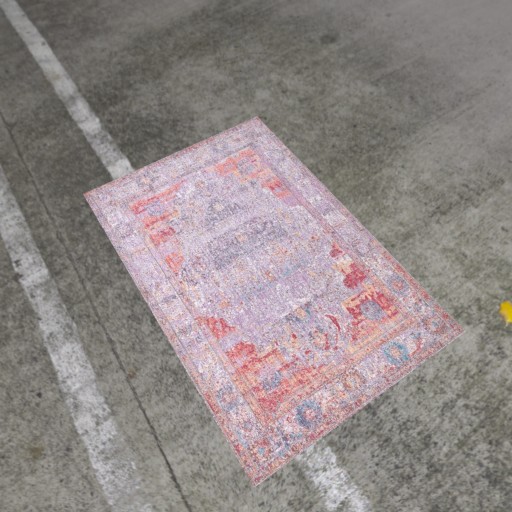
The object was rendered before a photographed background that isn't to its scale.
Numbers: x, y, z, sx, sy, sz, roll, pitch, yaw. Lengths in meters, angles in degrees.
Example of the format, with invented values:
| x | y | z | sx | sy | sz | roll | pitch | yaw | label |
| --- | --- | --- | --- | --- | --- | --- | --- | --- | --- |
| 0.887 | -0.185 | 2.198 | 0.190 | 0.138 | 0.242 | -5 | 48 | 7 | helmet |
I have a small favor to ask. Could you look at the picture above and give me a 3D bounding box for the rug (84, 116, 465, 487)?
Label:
| x | y | z | sx | sy | sz | roll | pitch | yaw | label |
| --- | --- | --- | --- | --- | --- | --- | --- | --- | --- |
| 0.000 | 0.000 | 2.366 | 1.219 | 0.005 | 1.829 | -29 | 62 | -17 | rug |
